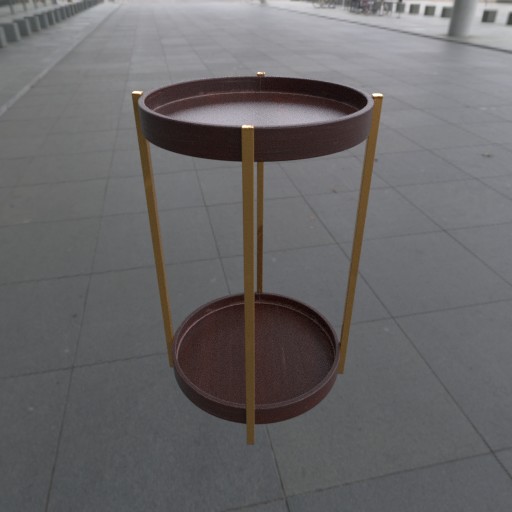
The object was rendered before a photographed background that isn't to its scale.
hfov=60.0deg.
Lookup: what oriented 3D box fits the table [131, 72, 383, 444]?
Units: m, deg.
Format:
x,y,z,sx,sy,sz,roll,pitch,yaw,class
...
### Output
x,y,z,sx,sy,sz,roll,pitch,yaw,class
0.000,0.000,0.867,0.400,0.610,0.400,2,31,3,table
